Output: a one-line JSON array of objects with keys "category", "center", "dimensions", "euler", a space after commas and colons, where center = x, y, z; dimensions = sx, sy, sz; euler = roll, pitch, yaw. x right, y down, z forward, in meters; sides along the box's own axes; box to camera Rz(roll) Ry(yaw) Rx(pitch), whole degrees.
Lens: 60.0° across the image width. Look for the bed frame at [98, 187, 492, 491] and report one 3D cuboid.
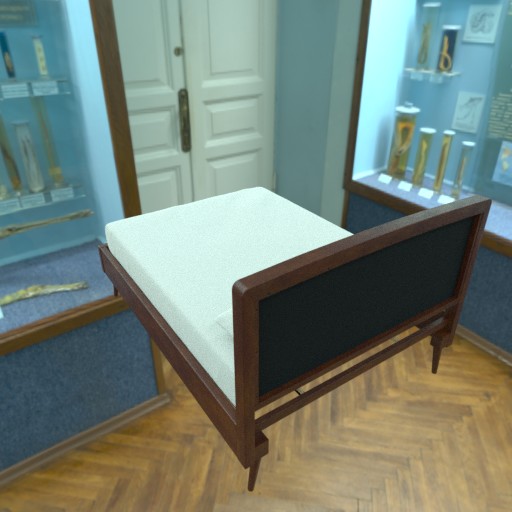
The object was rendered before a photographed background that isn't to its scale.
[{"category": "bed frame", "center": [0.000, 0.000, 3.060], "dimensions": [1.587, 1.279, 2.171], "euler": [-18, 34, -29]}]
